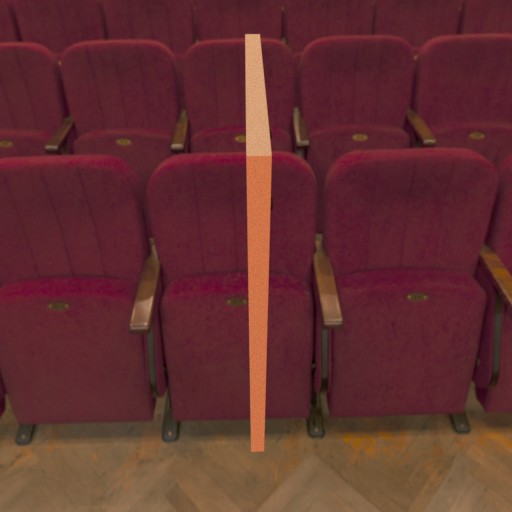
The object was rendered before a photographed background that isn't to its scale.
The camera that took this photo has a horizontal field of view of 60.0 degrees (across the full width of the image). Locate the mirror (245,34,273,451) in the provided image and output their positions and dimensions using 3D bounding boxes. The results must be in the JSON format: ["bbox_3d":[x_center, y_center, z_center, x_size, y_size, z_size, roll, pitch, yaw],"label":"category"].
[{"bbox_3d":[0.000,0.000,1.161,0.041,0.915,0.609,-1,41,-1],"label":"mirror"}]
